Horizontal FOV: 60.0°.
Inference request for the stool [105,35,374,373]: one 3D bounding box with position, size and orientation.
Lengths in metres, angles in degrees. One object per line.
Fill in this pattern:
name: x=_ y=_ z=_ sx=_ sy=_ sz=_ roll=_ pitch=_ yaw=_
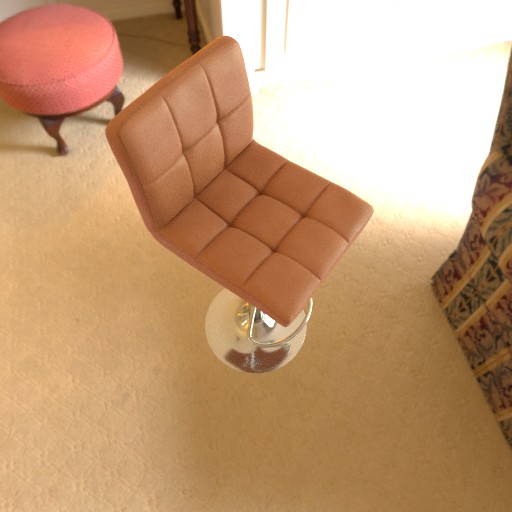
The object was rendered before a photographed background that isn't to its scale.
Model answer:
stool: x=0.000 y=0.000 z=1.385 sx=0.505 sy=1.115 sz=0.430 roll=33 pitch=64 yaw=18
